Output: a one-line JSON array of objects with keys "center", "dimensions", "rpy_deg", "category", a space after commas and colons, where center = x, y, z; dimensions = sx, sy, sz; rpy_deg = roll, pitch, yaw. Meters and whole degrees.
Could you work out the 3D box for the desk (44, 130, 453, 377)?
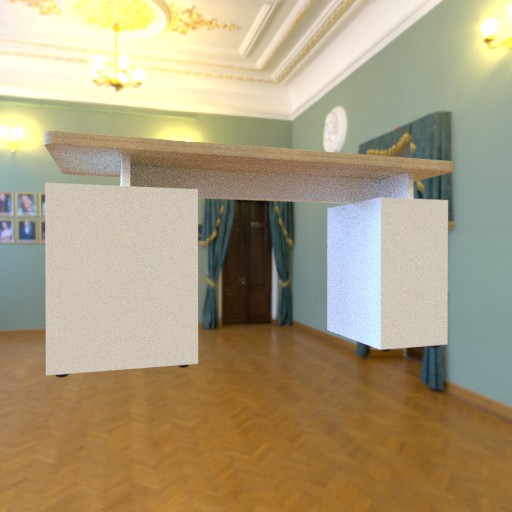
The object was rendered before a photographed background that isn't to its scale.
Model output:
[{"center": [0.000, 0.000, 1.805], "dimensions": [1.500, 0.755, 0.550], "rpy_deg": [0, 1, -18], "category": "desk"}]
